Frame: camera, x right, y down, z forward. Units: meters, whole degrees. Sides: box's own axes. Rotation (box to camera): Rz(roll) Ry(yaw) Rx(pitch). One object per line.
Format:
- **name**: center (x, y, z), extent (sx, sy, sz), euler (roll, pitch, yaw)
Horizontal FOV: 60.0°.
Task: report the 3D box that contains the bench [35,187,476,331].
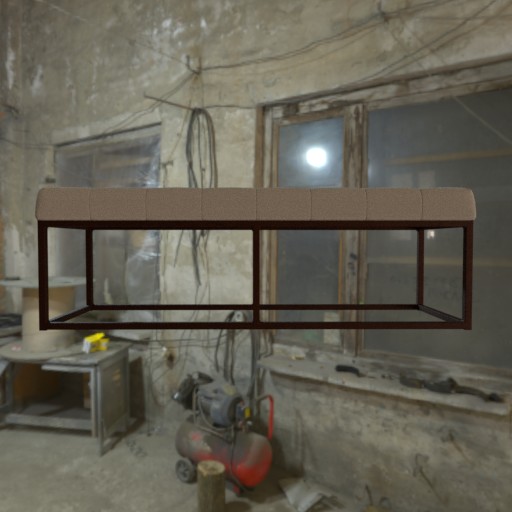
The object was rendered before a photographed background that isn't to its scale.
- **bench**: center (0.000, 0.000, 1.712), extent (1.488, 0.488, 0.479), euler (0, 2, 0)
